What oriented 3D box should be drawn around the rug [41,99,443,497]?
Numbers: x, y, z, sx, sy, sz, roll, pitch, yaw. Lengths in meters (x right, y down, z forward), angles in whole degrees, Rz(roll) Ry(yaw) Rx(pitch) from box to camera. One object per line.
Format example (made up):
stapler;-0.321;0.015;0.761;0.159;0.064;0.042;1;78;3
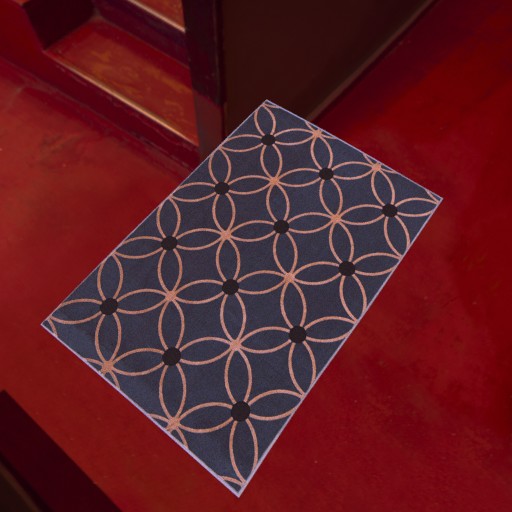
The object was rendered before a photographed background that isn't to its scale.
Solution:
rug;0.000;0.000;2.854;1.522;0.008;2.284;34;69;15
